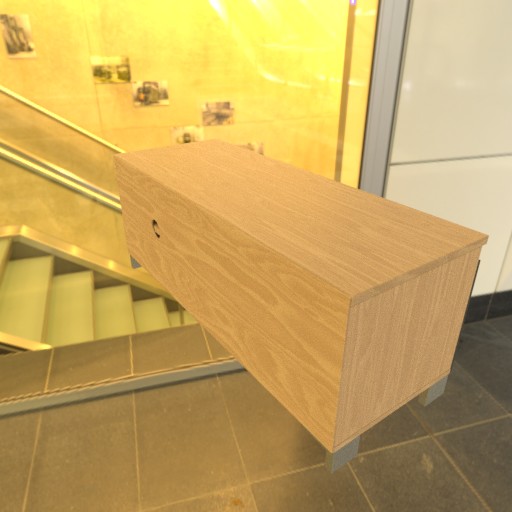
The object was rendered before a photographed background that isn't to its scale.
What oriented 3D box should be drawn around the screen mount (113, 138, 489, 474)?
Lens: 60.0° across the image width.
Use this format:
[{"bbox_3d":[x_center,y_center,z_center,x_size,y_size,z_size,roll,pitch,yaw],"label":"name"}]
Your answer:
[{"bbox_3d":[0.000,0.000,1.297,0.406,0.432,1.084,-18,33,-31],"label":"screen mount"}]
